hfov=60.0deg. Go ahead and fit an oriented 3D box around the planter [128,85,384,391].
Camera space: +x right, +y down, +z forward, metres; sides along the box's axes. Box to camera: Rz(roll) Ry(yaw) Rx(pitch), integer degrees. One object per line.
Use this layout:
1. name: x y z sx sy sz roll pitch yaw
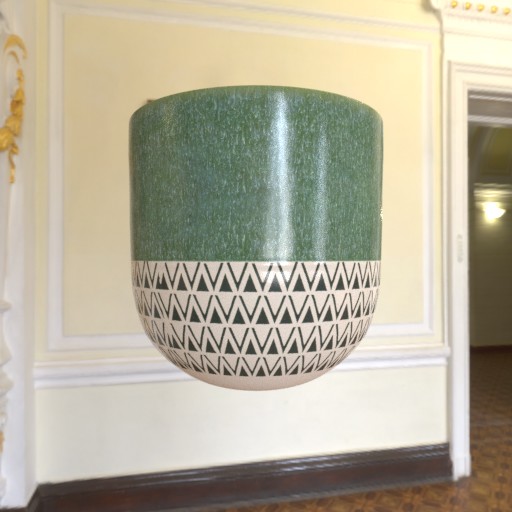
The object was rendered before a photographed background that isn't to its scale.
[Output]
1. planter: 0.000 0.000 0.481 0.266 0.270 0.266 0 0 0
